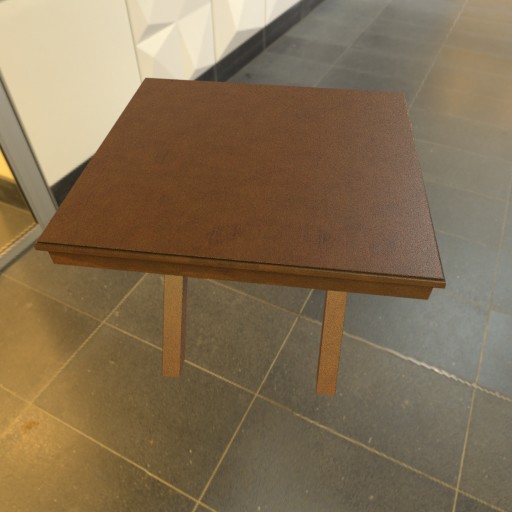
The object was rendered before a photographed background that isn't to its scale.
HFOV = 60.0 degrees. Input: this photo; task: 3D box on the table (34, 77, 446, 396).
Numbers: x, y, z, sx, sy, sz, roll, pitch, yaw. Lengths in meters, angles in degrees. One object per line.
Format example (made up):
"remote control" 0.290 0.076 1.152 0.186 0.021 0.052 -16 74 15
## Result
"table" 0.000 0.000 1.030 0.602 0.562 0.560 5 47 5
